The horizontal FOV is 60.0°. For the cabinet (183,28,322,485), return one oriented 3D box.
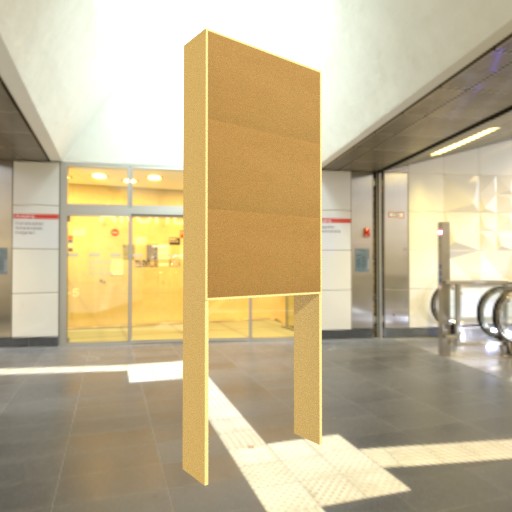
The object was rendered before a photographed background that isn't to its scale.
[{"bbox_3d":[0.000,0.000,1.983,0.643,1.770,0.192,1,-1,-38],"label":"cabinet"}]
